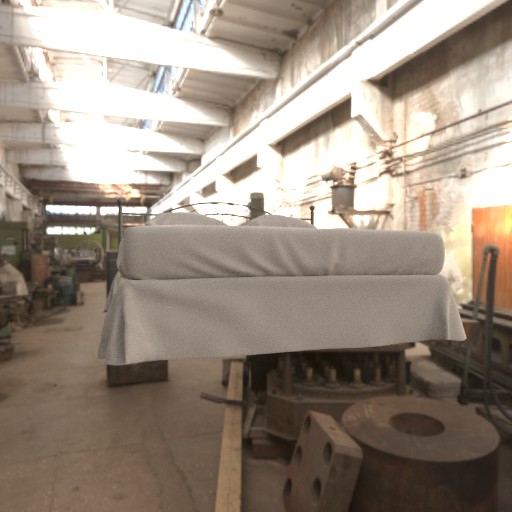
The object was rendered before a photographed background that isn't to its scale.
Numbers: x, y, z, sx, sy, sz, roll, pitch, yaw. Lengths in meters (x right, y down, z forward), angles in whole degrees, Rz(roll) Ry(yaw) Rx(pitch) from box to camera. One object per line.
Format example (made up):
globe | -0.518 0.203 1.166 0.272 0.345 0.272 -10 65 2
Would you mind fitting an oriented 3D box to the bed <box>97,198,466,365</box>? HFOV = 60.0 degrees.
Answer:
bed | 0.000 0.000 3.462 2.309 1.080 2.220 0 0 -18
